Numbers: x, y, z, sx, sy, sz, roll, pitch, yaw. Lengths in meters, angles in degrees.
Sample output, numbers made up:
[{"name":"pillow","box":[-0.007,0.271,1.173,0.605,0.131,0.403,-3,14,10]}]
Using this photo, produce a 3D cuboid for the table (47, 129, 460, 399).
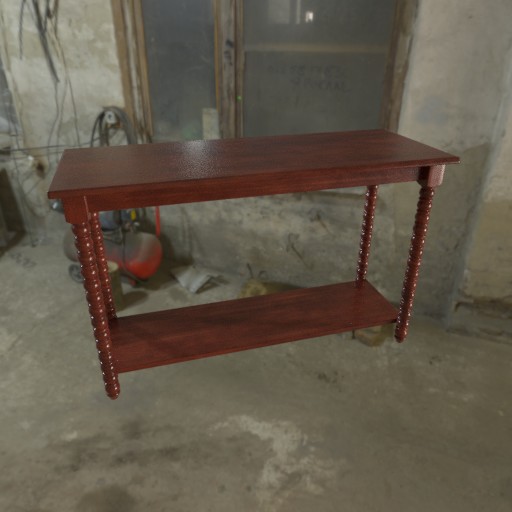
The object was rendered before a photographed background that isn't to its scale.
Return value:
[{"name":"table","box":[0.000,0.000,1.577,1.184,0.740,0.459,-7,28,-14]}]
